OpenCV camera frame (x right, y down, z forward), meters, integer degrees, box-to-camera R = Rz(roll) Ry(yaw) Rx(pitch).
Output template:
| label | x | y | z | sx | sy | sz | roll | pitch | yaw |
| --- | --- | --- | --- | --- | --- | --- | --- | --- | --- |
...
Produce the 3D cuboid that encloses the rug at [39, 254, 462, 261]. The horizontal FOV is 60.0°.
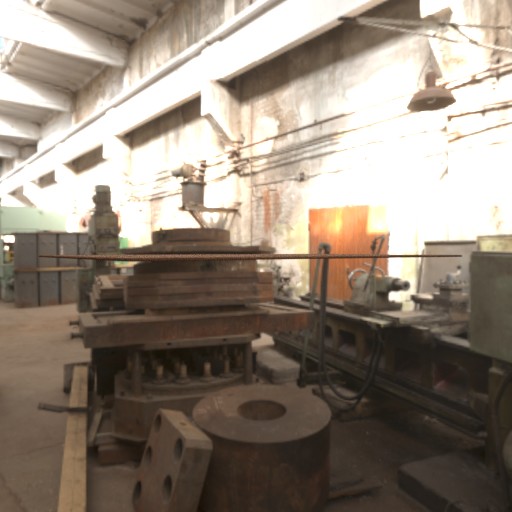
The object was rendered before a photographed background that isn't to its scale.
| label | x | y | z | sx | sy | sz | roll | pitch | yaw |
| --- | --- | --- | --- | --- | --- | --- | --- | --- | --- |
| rug | 0.000 | 0.000 | 2.291 | 1.829 | 0.010 | 1.219 | 0 | 1 | -37 |
